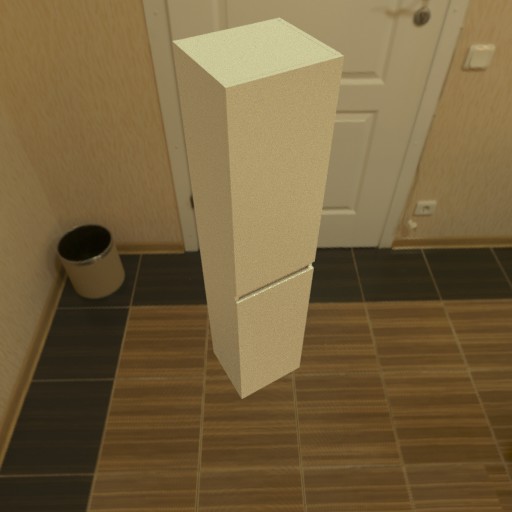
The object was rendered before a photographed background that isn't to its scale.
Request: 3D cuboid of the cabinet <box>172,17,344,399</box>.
[{"bbox_3d":[0.000,0.000,1.529,0.300,1.400,0.269,-23,51,-20],"label":"cabinet"}]
